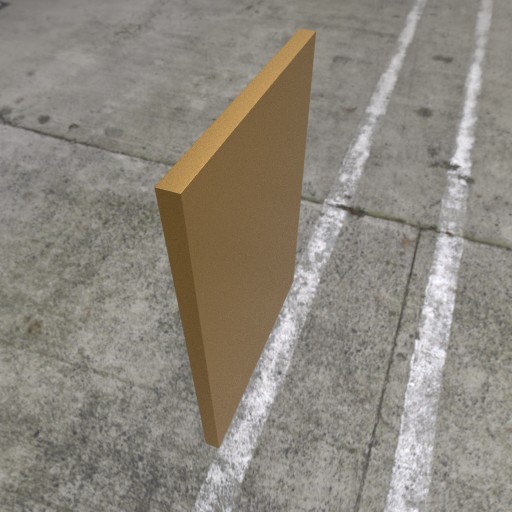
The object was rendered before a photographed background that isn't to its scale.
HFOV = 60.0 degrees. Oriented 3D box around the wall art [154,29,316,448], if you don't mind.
[{"bbox_3d":[0.000,0.000,1.045,0.038,0.812,0.610,16,48,15],"label":"wall art"}]
